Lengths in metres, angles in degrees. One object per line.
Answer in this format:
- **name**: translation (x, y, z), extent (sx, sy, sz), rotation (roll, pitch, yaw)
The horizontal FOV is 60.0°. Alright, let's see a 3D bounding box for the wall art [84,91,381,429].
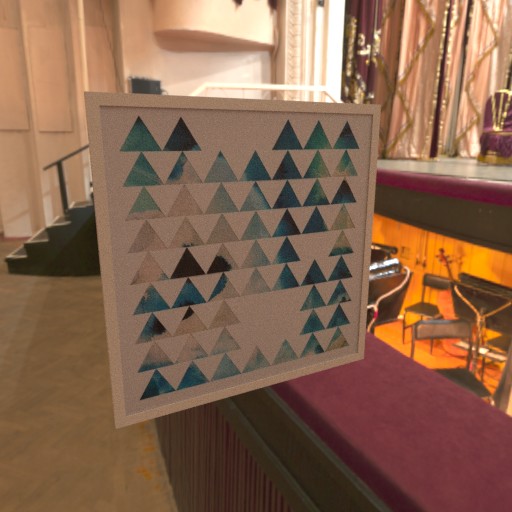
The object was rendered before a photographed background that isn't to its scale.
- **wall art**: translation (0.000, 0.000, 1.210), extent (0.809, 0.809, 0.012), rotation (-8, 17, -26)
